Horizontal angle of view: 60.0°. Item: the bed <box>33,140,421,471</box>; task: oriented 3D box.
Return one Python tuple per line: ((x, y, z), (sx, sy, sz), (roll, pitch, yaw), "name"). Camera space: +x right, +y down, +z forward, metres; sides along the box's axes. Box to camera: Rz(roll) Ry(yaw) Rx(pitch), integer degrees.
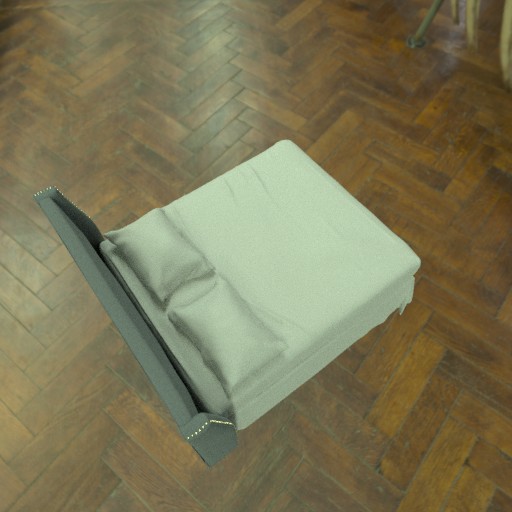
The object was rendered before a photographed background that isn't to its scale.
((0.000, 0.000, 3.409), (2.276, 1.332, 1.925), (-33, 64, -18), "bed")
